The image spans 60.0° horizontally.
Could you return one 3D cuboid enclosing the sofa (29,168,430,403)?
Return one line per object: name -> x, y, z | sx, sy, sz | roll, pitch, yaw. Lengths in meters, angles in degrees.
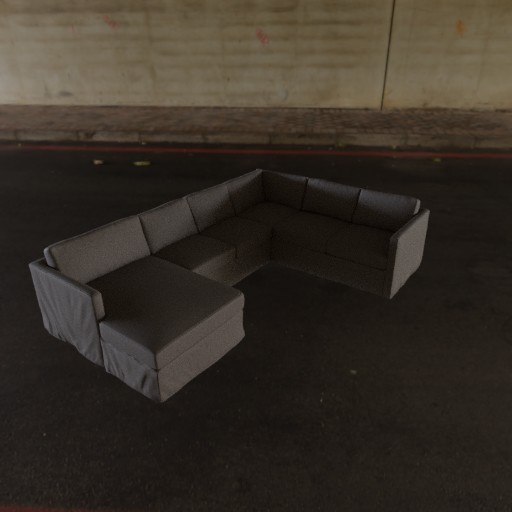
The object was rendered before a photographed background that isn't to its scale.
sofa -> 0.000, 0.000, 4.611 | 2.476, 0.878, 3.528 | 18, 32, 32
